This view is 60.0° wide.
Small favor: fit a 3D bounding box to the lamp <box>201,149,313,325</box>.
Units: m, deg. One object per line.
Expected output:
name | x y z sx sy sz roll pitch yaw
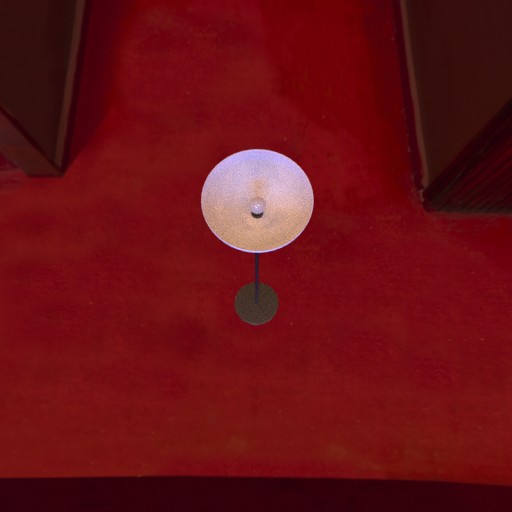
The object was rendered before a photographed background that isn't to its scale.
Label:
lamp | 0.000 0.000 1.970 0.279 1.804 0.442 -2 76 -1
